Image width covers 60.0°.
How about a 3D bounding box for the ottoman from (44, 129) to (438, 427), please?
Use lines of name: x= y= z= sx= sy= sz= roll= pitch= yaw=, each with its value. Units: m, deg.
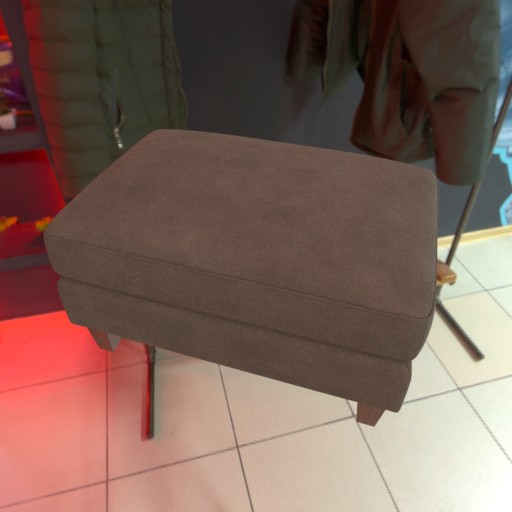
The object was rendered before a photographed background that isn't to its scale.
ottoman: x=0.000 y=0.000 z=1.197 sx=0.864 sy=0.483 sz=0.584 roll=12 pitch=42 yaw=13
